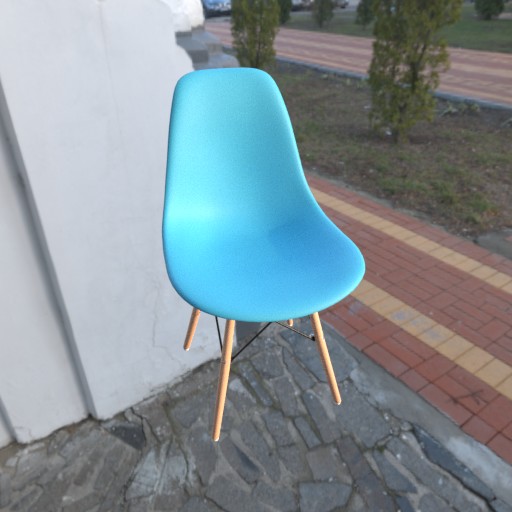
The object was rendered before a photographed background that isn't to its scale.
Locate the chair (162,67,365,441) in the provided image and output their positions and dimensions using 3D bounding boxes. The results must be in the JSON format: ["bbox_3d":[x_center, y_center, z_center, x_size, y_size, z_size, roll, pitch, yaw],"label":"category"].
[{"bbox_3d":[0.000,0.000,1.142,0.470,0.826,0.531,-10,33,-16],"label":"chair"}]
